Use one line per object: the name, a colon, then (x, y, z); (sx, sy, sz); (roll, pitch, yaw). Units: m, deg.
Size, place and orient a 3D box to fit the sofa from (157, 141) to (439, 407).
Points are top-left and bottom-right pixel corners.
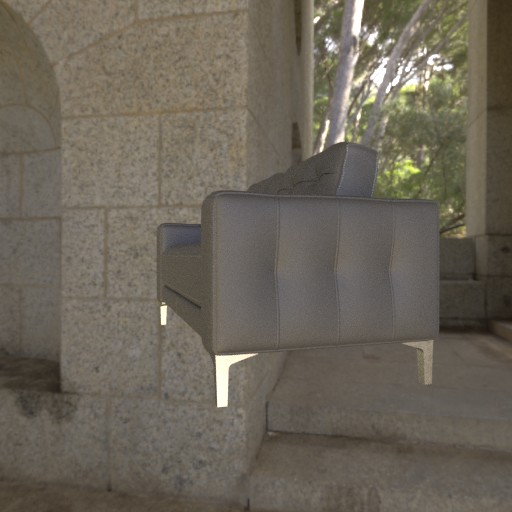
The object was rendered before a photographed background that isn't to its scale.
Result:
sofa: (0.000, 0.000, 2.220); (0.833, 0.892, 1.726); (0, 0, -18)
